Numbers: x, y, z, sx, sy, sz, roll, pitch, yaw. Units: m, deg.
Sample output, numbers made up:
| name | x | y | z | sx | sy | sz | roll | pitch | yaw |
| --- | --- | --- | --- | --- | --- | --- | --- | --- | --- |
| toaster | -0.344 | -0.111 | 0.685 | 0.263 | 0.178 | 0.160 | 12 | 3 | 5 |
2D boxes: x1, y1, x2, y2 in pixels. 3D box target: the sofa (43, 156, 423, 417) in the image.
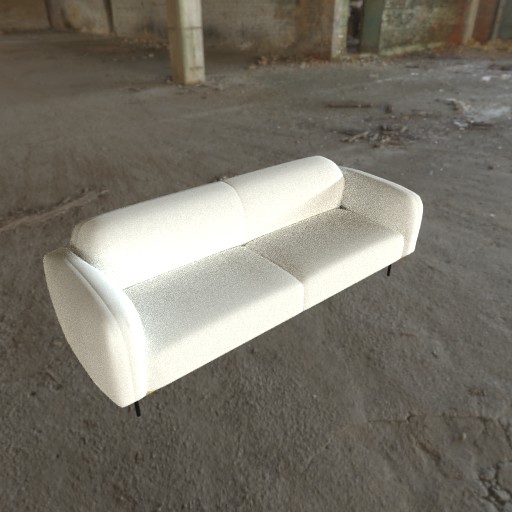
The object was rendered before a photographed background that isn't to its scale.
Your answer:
| name | x | y | z | sx | sy | sz | roll | pitch | yaw |
| --- | --- | --- | --- | --- | --- | --- | --- | --- | --- |
| sofa | 0.000 | 0.000 | 2.700 | 2.280 | 0.780 | 0.870 | -22 | 37 | -33 |
